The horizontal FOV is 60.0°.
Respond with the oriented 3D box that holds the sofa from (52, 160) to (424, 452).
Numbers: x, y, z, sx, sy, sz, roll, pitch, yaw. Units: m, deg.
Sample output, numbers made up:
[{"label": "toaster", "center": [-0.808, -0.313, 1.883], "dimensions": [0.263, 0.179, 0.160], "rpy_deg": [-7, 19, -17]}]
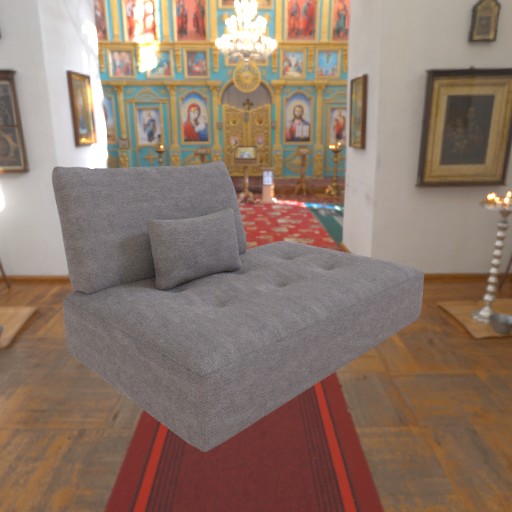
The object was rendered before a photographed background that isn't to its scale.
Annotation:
[{"label": "sofa", "center": [0.000, 0.000, 2.022], "dimensions": [1.002, 0.820, 1.450], "rpy_deg": [14, 20, 42]}]
